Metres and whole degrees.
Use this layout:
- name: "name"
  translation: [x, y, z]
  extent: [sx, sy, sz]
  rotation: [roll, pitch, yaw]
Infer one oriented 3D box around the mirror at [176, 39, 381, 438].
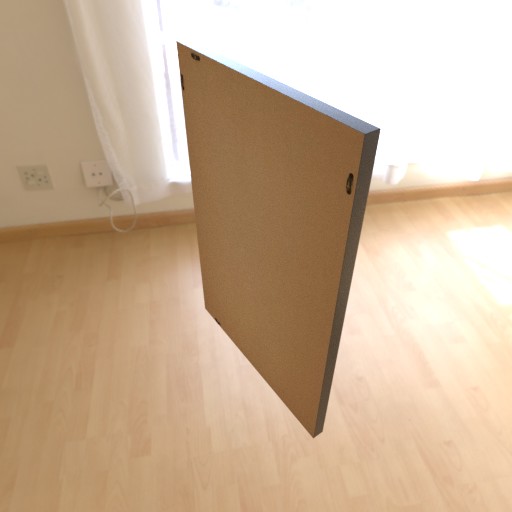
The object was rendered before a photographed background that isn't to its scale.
- name: "mirror"
  translation: [0.000, 0.000, 1.153]
  extent: [0.040, 0.915, 0.609]
  rotation: [-24, 46, -26]
